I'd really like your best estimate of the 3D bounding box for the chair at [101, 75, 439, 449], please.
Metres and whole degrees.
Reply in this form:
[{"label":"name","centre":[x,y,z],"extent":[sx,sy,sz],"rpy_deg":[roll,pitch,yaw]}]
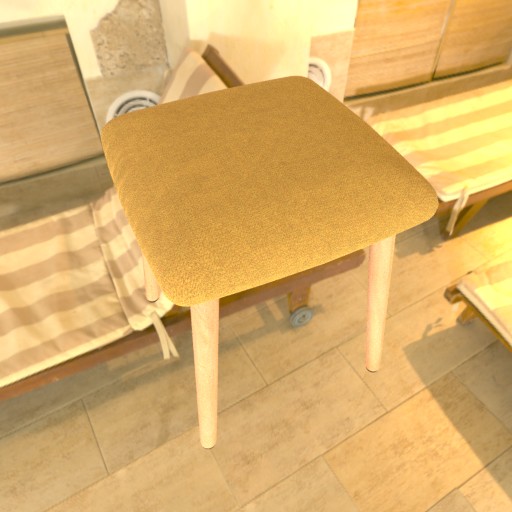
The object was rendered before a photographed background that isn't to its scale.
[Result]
[{"label":"chair","centre":[0.000,0.000,0.699],"extent":[0.350,0.440,0.350],"rpy_deg":[-19,51,-16]}]
